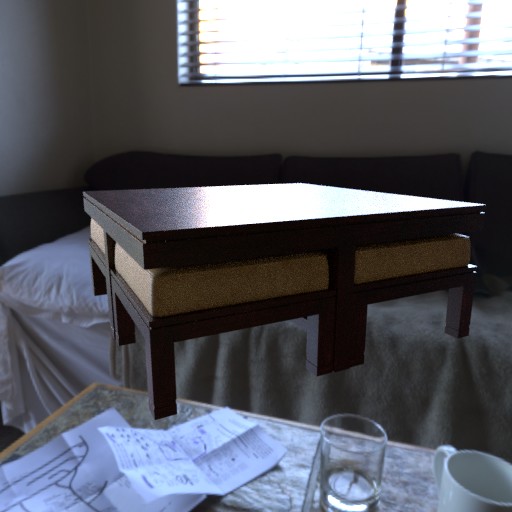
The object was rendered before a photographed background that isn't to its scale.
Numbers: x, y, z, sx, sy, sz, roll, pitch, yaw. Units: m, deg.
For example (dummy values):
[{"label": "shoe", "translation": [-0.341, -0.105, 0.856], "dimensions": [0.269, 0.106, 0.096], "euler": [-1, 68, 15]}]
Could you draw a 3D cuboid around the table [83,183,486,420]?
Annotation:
[{"label": "table", "translation": [0.000, 0.000, 1.345], "dimensions": [0.865, 0.356, 0.865], "euler": [-7, 15, -26]}]
